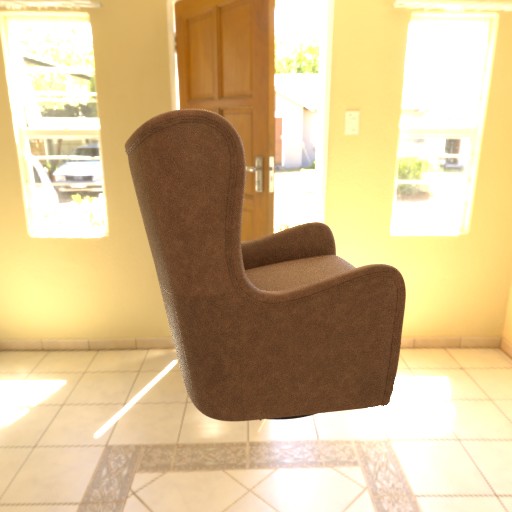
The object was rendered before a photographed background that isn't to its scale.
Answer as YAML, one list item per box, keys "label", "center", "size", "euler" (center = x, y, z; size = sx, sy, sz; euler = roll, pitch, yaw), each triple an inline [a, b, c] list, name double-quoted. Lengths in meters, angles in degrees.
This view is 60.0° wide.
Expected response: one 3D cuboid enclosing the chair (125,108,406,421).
- label: "chair"
  center: [0.000, 0.000, 1.759]
  size: [0.930, 1.079, 0.831]
  euler: [-3, 16, -10]
